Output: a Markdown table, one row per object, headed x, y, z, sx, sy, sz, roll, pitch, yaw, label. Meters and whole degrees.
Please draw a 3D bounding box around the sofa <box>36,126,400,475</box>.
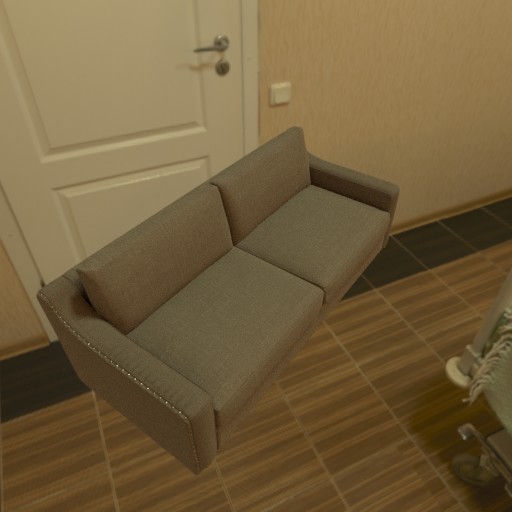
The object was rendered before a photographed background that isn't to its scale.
| x | y | z | sx | sy | sz | roll | pitch | yaw | label |
| --- | --- | --- | --- | --- | --- | --- | --- | --- | --- |
| 0.000 | 0.000 | 2.734 | 1.000 | 0.857 | 2.208 | 26 | 47 | 27 | sofa |
